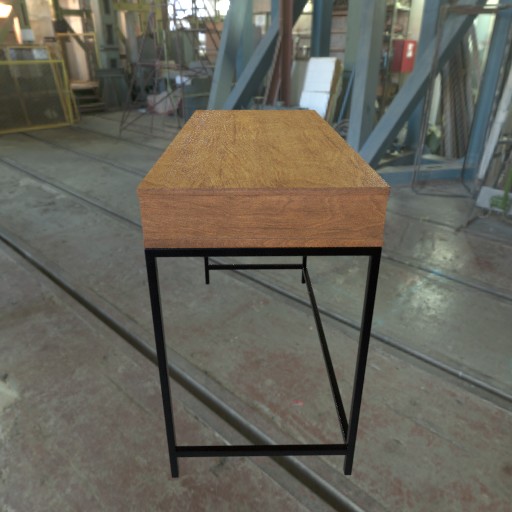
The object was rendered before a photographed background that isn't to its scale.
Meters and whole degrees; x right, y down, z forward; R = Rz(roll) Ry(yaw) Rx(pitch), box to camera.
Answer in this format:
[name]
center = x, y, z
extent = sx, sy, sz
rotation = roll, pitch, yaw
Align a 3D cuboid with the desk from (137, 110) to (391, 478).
[desk]
center = 0.000, 0.000, 1.419
extent = 0.470, 0.762, 1.016
rotation = 0, 26, -1
